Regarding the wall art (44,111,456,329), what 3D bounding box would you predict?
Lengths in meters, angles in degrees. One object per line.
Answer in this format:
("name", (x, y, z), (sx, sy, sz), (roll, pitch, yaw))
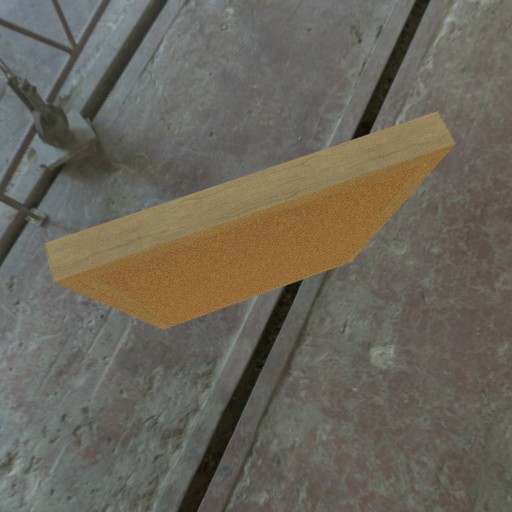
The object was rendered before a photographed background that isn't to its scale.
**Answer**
("wall art", (0.000, 0.000, 0.510), (0.312, 0.380, 0.030), (-19, 76, -5))
